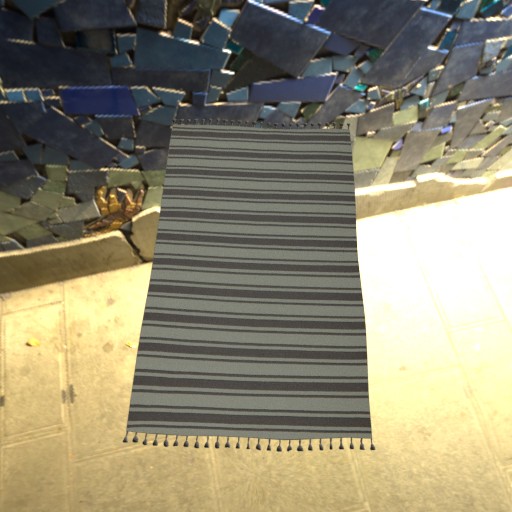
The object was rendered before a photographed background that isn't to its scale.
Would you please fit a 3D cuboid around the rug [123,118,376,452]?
[{"bbox_3d":[0.000,0.000,2.603,1.229,0.011,2.096,2,64,1],"label":"rug"}]
